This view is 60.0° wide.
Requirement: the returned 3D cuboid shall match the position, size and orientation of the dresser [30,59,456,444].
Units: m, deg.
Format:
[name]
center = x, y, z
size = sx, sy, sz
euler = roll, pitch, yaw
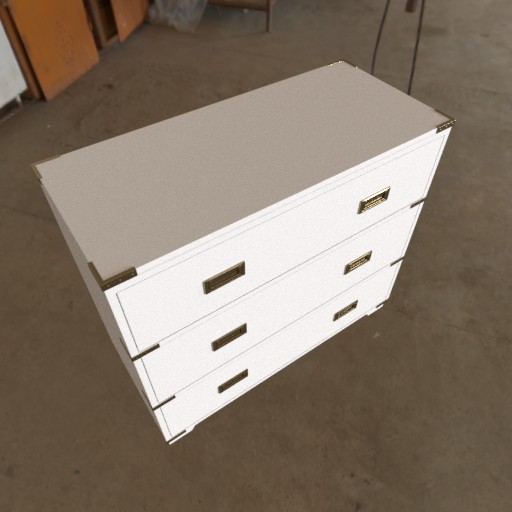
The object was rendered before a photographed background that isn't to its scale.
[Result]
[dresser]
center = 0.000, 0.000, 1.480
size = 1.022, 0.891, 0.460
euler = -27, 53, -22
